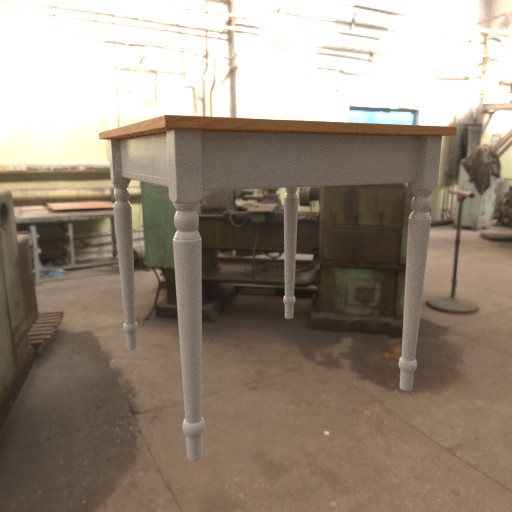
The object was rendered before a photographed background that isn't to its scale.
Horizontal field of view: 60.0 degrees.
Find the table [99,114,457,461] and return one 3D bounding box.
[{"bbox_3d":[0.000,0.000,1.347,0.747,0.738,0.747,-7,15,-27],"label":"table"}]
